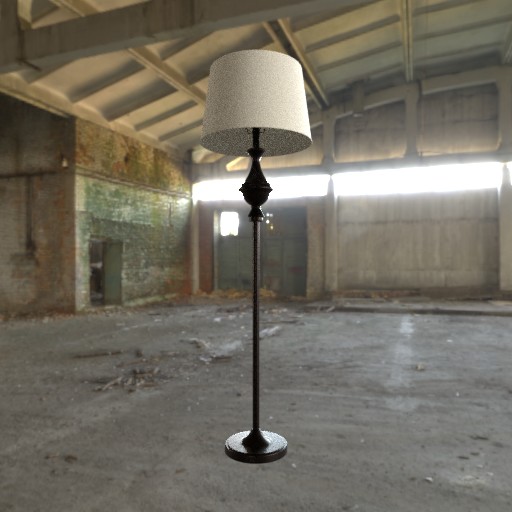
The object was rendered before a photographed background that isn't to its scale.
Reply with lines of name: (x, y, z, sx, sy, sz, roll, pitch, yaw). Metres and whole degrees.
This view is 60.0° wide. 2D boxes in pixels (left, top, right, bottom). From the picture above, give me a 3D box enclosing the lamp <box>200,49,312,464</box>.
lamp: (0.000, 0.000, 1.707, 0.431, 1.484, 0.431, 0, -1, 0)
